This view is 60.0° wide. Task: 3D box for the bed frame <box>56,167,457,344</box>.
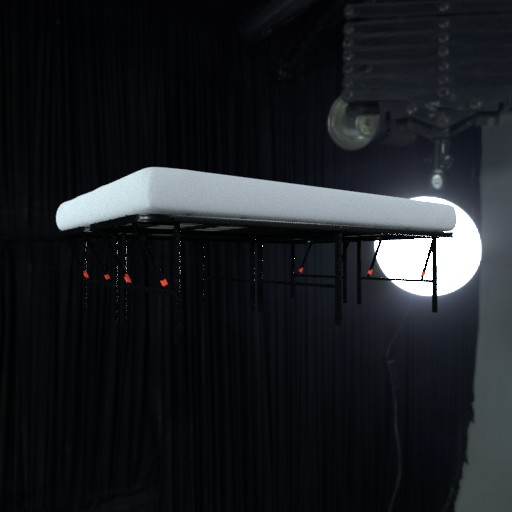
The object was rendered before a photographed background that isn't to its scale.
[{"bbox_3d":[0.000,0.000,2.550,1.905,0.637,1.372,0,-1,-36],"label":"bed frame"}]
